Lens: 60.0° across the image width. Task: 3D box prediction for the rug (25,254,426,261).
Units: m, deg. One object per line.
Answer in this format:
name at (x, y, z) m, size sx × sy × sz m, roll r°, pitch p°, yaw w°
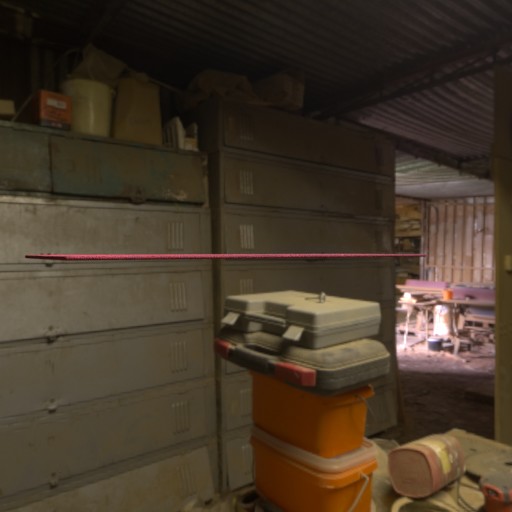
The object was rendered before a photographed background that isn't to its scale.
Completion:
rug at (0.000, 0.000, 2.745) m, size 2.439 × 0.018 × 0.813 m, roll 0°, pitch 1°, yaw -37°
